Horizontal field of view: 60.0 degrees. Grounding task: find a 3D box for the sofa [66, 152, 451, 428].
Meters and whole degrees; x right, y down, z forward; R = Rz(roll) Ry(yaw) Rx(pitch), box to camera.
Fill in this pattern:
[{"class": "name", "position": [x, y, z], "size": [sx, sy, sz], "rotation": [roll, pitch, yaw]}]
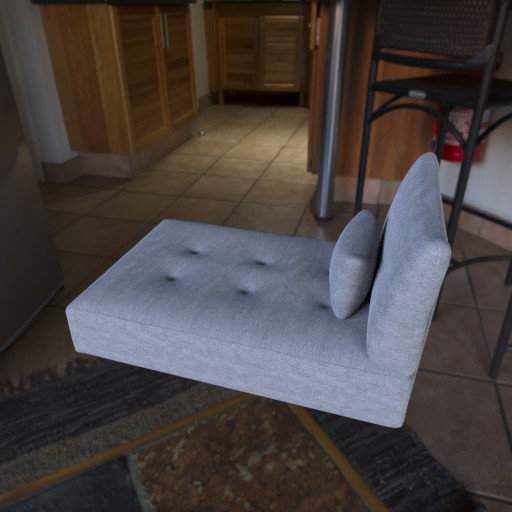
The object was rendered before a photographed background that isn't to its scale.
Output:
[{"class": "sofa", "position": [0.000, 0.000, 1.993], "size": [1.450, 0.820, 0.930], "rotation": [9, 32, 15]}]
